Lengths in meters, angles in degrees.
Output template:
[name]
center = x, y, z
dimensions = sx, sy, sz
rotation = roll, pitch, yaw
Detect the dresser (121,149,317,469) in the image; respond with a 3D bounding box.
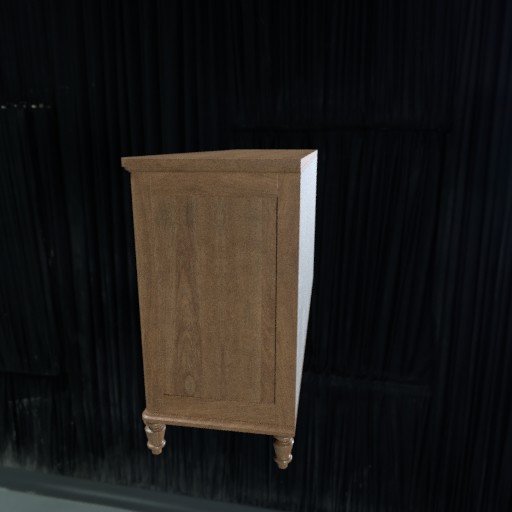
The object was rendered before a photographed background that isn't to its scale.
[dresser]
center = 0.000, 0.000, 1.957
dimensions = 0.468, 0.892, 1.583
rotation = 2, 14, 9
